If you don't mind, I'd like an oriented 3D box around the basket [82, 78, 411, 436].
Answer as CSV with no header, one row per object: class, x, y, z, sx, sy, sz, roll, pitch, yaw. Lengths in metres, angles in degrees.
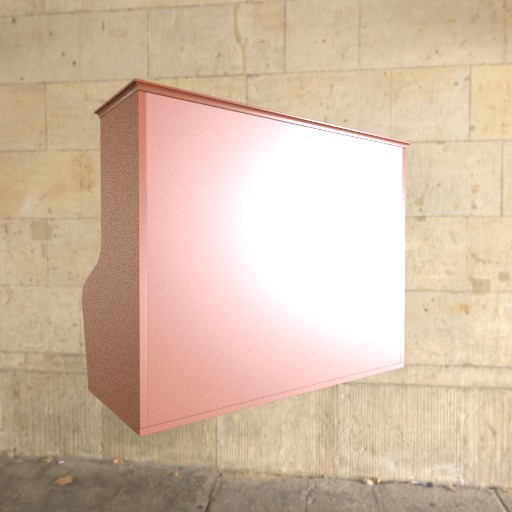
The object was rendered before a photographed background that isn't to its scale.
basket,0.000,0.000,1.151,0.792,0.625,0.376,-1,2,-36
